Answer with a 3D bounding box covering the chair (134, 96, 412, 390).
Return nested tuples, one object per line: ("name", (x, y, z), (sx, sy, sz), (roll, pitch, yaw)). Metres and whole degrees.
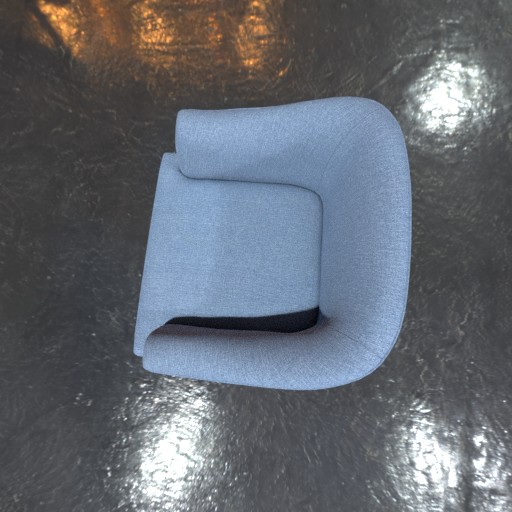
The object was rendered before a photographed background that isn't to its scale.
("chair", (0.000, 0.000, 1.392), (0.704, 0.815, 0.772), (5, 75, 1))
